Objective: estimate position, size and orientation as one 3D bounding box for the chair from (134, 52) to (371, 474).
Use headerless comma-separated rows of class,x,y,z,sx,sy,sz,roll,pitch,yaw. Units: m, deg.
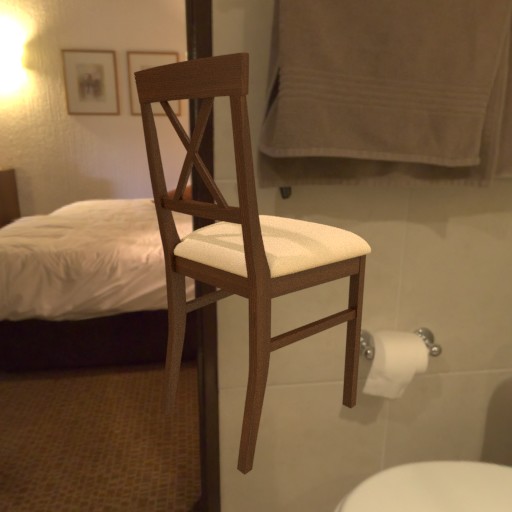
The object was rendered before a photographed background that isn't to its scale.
chair,0.000,0.000,1.189,0.480,0.913,0.440,-15,21,-43
